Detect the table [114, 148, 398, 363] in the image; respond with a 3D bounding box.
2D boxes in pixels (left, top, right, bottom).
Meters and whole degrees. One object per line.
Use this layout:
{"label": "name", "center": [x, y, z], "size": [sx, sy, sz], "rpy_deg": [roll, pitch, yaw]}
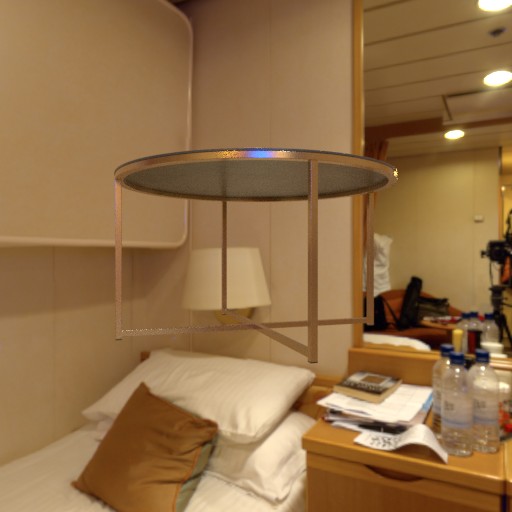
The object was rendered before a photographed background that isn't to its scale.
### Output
{"label": "table", "center": [0.000, 0.000, 1.314], "size": [0.800, 0.450, 0.800], "rpy_deg": [0, 0, 0]}
